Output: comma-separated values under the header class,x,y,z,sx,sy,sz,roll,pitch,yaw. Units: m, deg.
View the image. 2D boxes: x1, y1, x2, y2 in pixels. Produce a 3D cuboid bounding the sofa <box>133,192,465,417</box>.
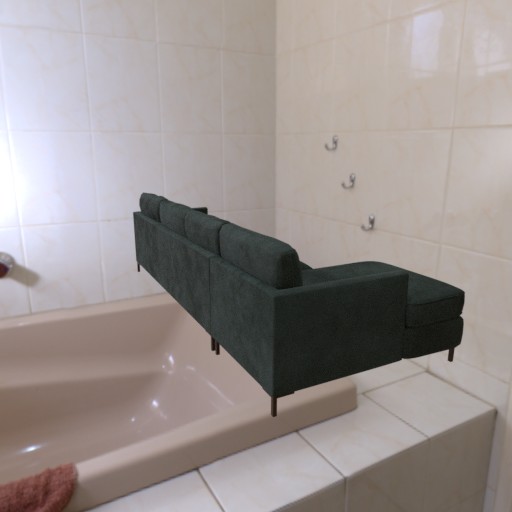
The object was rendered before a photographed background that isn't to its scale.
class,x,y,z,sx,sy,sz,roll,pitch,yaw
sofa,0.000,0.000,4.120,1.500,0.967,3.400,-7,16,-26
